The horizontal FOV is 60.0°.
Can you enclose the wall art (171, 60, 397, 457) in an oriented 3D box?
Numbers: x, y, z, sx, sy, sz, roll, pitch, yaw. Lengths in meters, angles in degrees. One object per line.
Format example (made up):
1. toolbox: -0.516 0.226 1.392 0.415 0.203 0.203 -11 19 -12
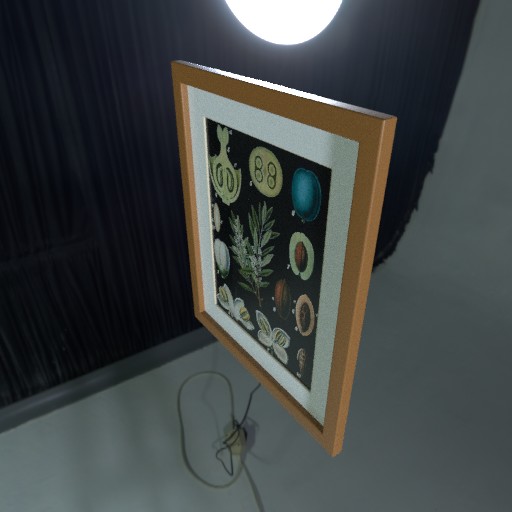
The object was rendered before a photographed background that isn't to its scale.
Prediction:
1. wall art: 0.000 0.000 0.509 0.015 0.379 0.310 -22 38 -30
